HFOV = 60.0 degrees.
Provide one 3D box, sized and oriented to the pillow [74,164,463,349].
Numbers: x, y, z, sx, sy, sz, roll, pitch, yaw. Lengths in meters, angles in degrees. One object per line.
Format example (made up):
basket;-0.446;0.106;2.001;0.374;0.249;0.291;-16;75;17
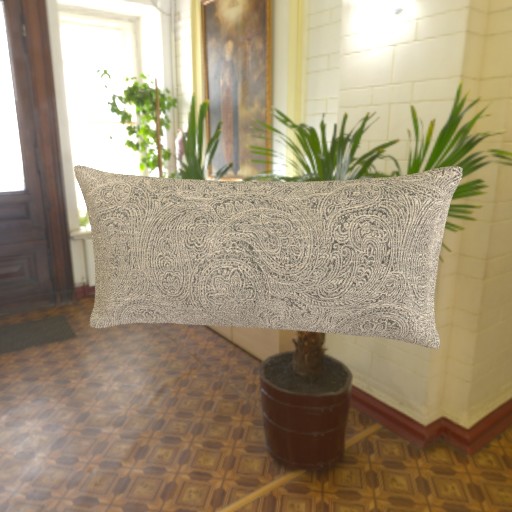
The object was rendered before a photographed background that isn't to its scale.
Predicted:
pillow;0.000;0.000;0.731;0.615;0.295;0.151;2;15;8
